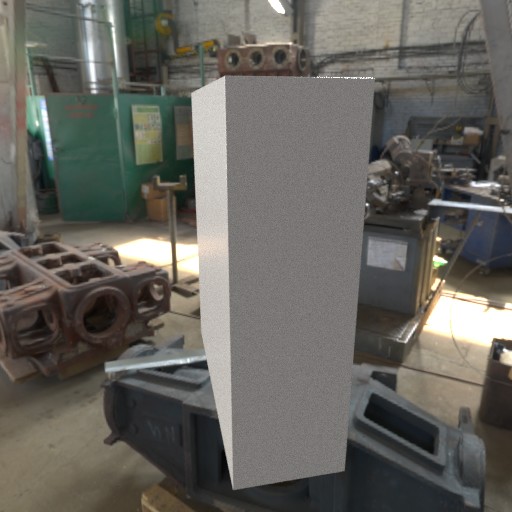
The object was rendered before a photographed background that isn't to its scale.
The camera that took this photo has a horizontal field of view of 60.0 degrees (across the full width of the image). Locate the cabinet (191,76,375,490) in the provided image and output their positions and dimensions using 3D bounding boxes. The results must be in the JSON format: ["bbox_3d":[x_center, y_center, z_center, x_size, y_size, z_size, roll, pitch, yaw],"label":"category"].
[{"bbox_3d":[0.000,0.000,1.619,0.348,1.150,0.990,-4,19,-11],"label":"cabinet"}]
